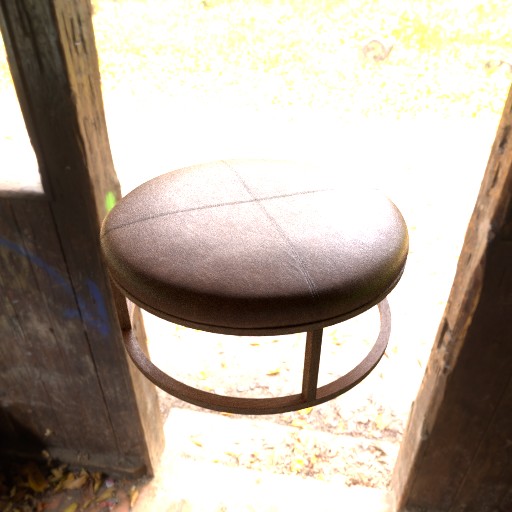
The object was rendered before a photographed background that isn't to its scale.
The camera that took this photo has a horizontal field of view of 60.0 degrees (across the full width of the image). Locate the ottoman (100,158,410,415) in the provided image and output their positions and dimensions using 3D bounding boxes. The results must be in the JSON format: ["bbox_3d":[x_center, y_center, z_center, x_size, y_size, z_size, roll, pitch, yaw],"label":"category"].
[{"bbox_3d":[0.000,0.000,1.571,1.006,0.445,1.006,0,33,0],"label":"ottoman"}]
